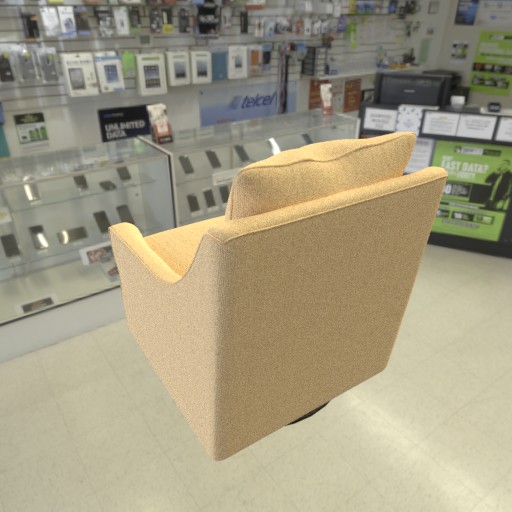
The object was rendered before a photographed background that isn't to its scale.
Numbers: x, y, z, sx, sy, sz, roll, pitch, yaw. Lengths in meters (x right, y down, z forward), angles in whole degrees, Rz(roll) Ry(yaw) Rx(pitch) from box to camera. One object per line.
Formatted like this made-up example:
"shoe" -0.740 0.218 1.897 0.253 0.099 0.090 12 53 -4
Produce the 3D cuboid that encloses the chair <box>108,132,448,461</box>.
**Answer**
"chair" 0.000 0.000 1.536 0.760 0.927 0.876 -18 34 -29
